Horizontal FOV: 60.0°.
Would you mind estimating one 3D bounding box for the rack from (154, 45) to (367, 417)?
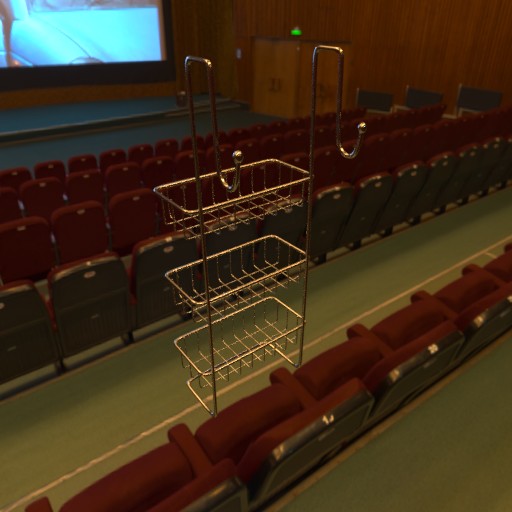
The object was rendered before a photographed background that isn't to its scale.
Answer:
[{"bbox_3d":[0.000,0.000,0.675,0.228,0.574,0.202,-21,36,-32],"label":"rack"}]
